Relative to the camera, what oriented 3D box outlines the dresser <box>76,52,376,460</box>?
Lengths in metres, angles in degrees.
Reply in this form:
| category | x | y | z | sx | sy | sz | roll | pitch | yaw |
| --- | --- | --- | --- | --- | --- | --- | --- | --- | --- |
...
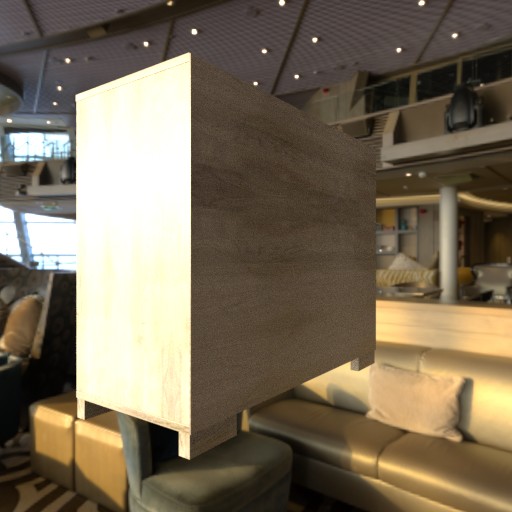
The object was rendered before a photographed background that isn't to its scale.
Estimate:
| category | x | y | z | sx | sy | sz | roll | pitch | yaw |
| --- | --- | --- | --- | --- | --- | --- | --- | --- | --- |
| dresser | 0.000 | 0.000 | 1.403 | 0.404 | 0.816 | 0.994 | 0 | 0 | 36 |
